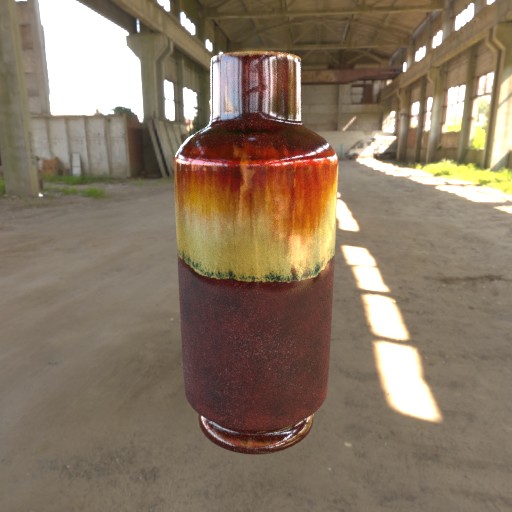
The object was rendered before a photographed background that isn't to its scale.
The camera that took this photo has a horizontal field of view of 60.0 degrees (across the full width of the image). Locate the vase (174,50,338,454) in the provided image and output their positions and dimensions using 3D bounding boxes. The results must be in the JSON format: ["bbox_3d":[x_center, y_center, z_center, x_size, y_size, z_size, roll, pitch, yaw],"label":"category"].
[{"bbox_3d":[0.000,0.000,0.317,0.111,0.261,0.111,0,15,0],"label":"vase"}]
